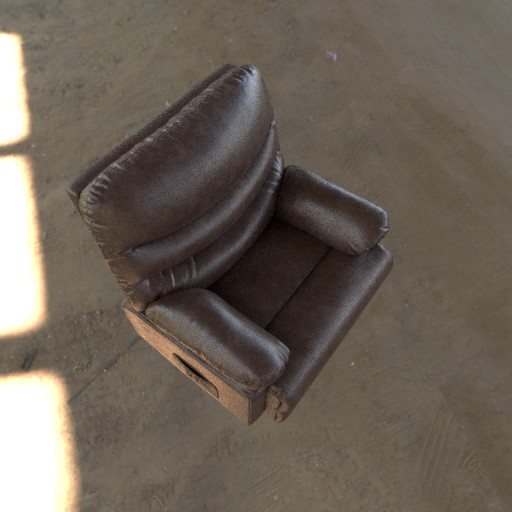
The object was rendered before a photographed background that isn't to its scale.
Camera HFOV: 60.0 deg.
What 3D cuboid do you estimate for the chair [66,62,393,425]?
[{"bbox_3d":[0.000,0.000,1.730,0.879,1.041,0.940,33,64,19],"label":"chair"}]
